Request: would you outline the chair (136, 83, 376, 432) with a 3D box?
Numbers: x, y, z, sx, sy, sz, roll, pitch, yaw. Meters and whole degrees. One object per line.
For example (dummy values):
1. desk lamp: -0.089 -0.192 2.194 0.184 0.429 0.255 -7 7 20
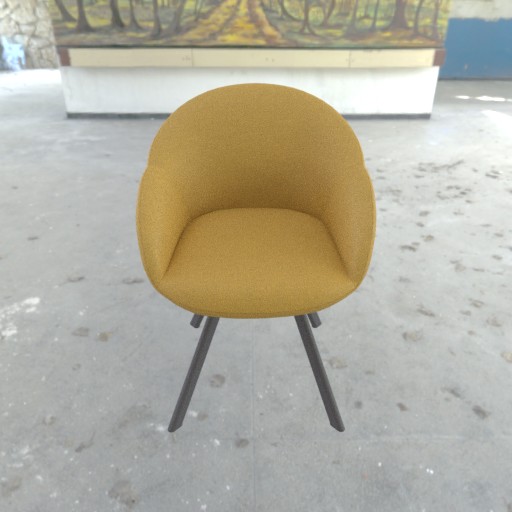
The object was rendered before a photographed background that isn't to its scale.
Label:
1. chair: 0.000 0.000 1.177 0.551 0.793 0.583 0 28 0
